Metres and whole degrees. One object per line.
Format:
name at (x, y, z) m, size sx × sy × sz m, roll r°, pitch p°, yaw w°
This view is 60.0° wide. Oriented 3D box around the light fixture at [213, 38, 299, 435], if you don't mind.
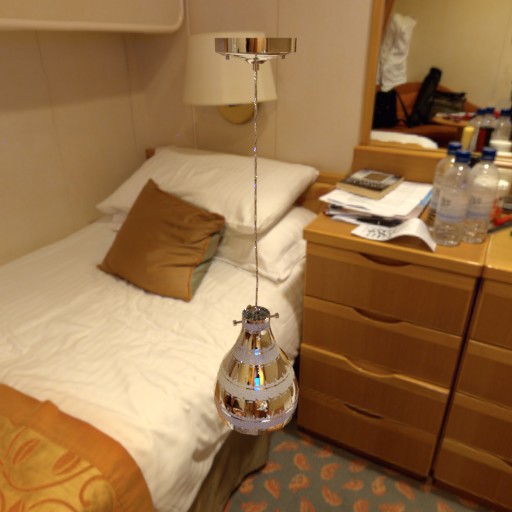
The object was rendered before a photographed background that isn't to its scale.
light fixture at (0.000, 0.000, 1.651) m, size 0.374 × 1.457 × 0.374 m, roll -8°, pitch 27°, yaw -16°
